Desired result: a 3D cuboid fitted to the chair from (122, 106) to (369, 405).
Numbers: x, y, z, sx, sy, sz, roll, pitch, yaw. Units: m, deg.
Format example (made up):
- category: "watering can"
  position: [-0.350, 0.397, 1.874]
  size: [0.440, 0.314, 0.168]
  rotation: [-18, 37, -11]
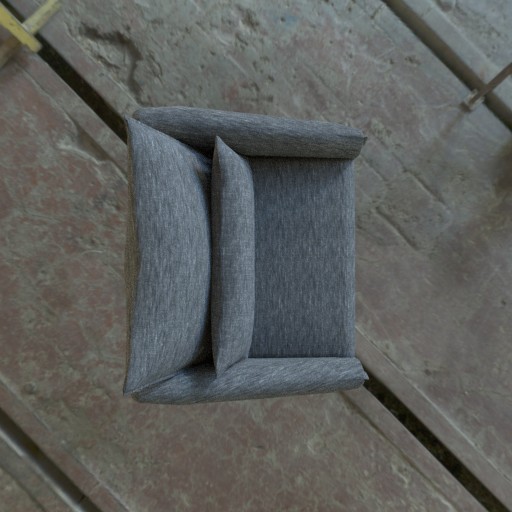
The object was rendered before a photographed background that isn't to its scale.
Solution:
- category: "chair"
  position: [0.000, 0.000, 1.628]
  size: [0.805, 0.842, 1.004]
  rotation: [0, 89, -1]
